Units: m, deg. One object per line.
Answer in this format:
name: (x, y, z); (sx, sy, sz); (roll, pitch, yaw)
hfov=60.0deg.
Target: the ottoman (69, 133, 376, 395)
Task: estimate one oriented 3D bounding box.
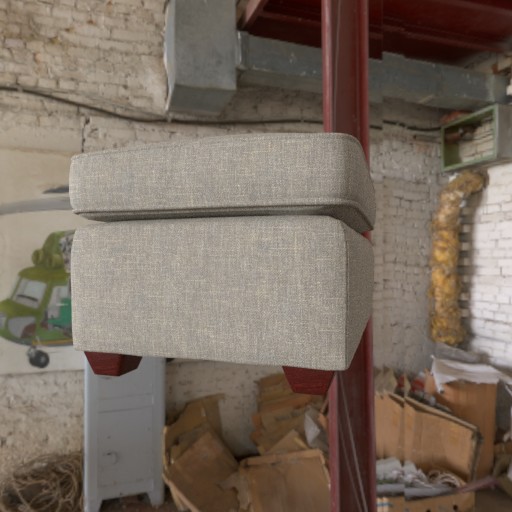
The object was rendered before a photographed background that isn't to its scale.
ottoman: (0.000, 0.000, 1.104); (0.559, 0.457, 0.762); (0, 0, 17)
